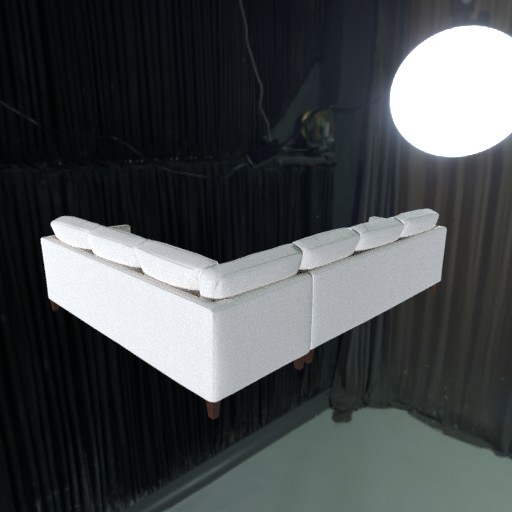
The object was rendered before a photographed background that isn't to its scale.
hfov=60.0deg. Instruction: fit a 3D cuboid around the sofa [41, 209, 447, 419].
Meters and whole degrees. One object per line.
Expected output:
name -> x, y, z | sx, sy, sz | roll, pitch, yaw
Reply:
sofa -> 0.000, 0.000, 4.526 | 2.593, 0.947, 3.302 | 15, 22, 43
